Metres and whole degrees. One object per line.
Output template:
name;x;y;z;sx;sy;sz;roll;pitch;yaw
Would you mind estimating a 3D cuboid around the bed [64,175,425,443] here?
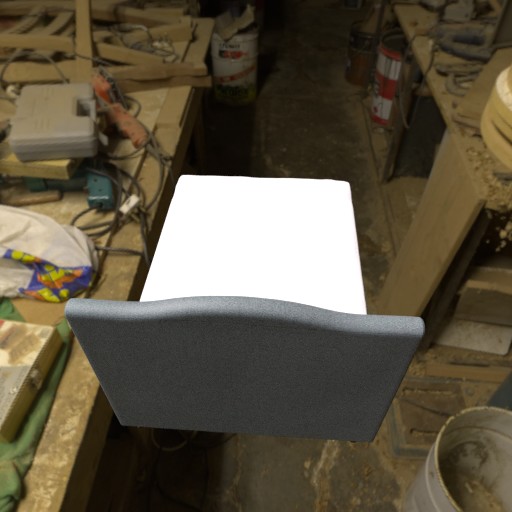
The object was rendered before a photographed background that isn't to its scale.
bed;0.000;0.000;3.300;1.753;1.460;2.143;3;46;3
